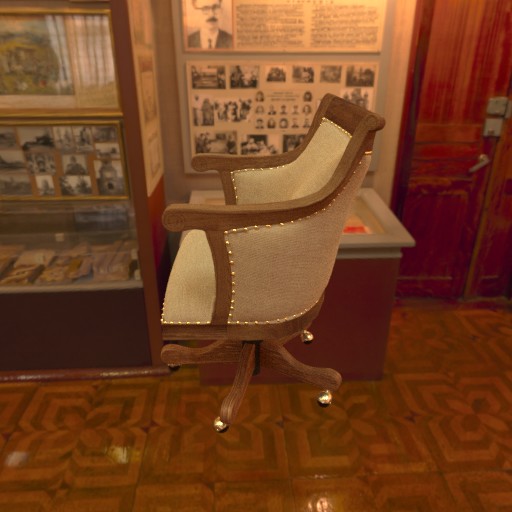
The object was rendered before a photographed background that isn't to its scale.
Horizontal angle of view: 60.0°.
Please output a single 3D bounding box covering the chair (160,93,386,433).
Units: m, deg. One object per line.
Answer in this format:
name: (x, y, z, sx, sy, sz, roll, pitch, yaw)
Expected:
chair: (0.000, 0.000, 1.459, 0.689, 0.965, 0.656, 0, 24, -1)
